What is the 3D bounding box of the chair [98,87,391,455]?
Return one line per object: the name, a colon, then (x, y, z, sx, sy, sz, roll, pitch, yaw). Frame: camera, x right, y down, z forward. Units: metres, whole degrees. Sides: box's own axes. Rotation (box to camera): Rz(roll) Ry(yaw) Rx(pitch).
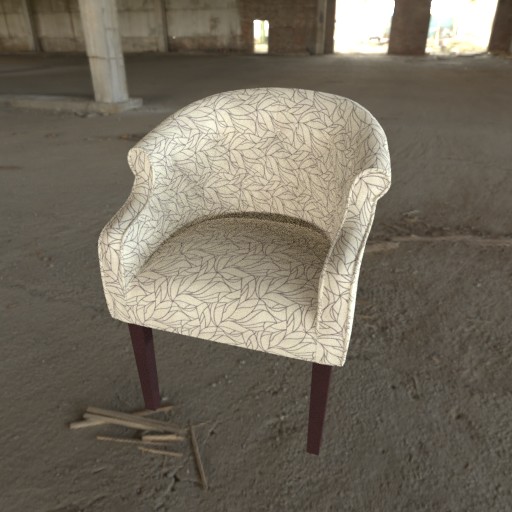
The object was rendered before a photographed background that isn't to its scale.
chair: (0.000, 0.000, 1.279, 0.686, 0.858, 0.613, 9, 28, 16)
